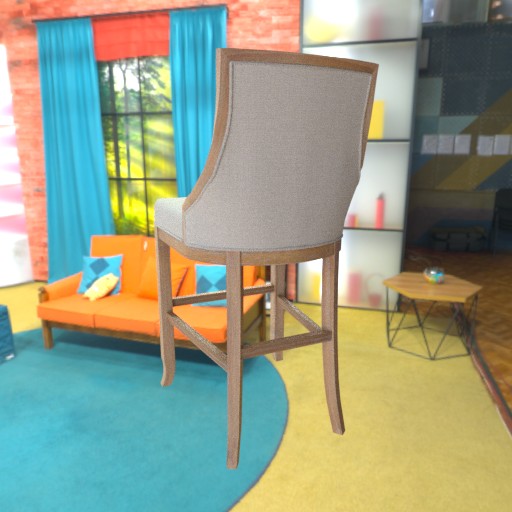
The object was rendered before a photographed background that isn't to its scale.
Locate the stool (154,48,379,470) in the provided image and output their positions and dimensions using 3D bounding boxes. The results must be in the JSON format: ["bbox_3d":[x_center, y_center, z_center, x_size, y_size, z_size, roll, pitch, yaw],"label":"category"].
[{"bbox_3d":[0.000,0.000,1.426,0.524,1.101,0.626,-6,15,-24],"label":"stool"}]
